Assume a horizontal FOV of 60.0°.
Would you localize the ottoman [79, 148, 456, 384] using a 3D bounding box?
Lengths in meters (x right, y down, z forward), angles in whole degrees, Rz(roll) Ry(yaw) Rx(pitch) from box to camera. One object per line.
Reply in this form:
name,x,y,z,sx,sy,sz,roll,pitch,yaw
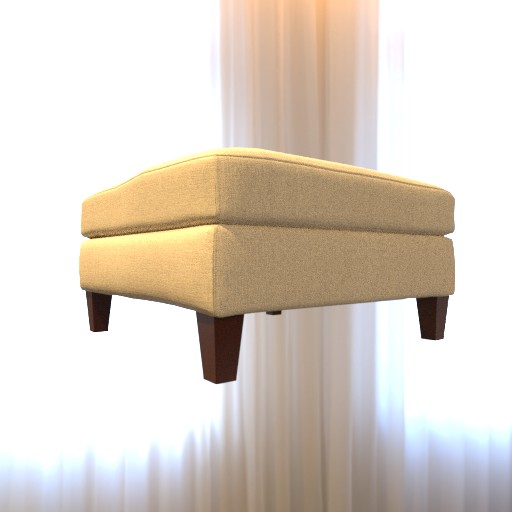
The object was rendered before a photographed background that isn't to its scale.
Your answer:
ottoman,0.000,0.000,1.343,0.838,0.478,0.838,0,-1,-37
